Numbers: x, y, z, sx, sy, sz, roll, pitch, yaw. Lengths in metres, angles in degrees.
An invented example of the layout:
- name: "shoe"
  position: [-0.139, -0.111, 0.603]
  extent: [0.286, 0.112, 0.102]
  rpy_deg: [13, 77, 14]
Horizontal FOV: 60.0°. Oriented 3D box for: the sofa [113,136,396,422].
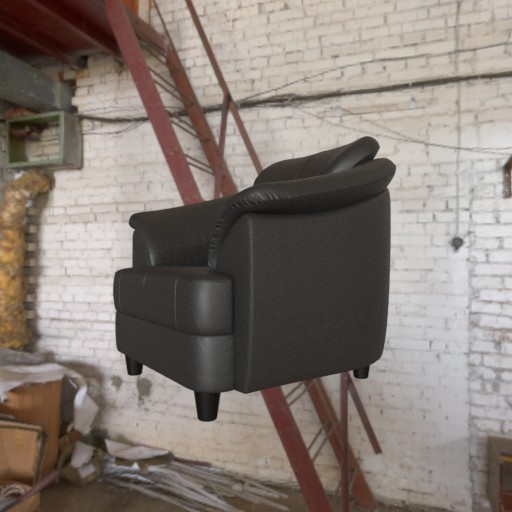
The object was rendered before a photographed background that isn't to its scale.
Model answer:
- name: "sofa"
  position: [0.000, 0.000, 1.500]
  extent: [0.794, 0.811, 0.870]
  rpy_deg: [0, 0, -35]
